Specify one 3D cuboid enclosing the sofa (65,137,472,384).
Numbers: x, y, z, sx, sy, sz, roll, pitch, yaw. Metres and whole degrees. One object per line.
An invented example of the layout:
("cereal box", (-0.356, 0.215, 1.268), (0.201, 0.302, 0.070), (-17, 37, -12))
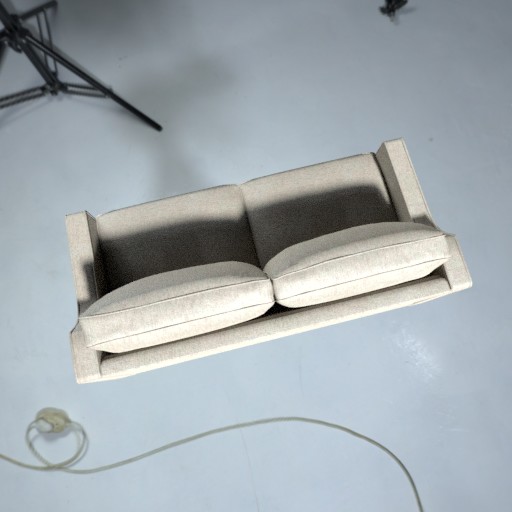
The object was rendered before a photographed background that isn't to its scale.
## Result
("sofa", (0.000, 0.000, 2.819), (2.181, 1.074, 1.073), (-14, 77, -3))
